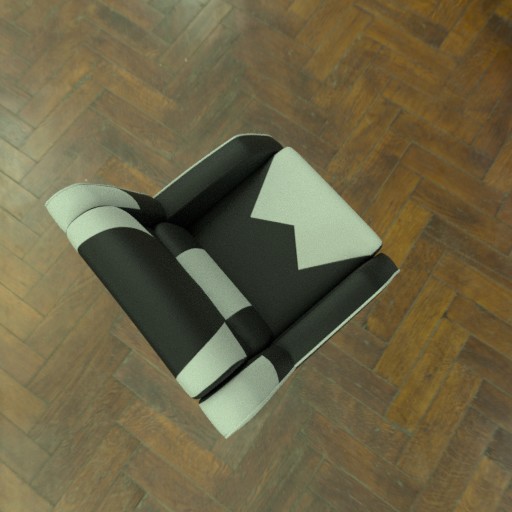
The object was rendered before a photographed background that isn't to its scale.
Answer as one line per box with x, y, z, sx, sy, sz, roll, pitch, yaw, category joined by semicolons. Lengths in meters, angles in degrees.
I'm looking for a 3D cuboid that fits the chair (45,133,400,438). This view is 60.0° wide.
0.000;0.000;1.273;0.672;0.805;0.620;-39;78;-10;chair
